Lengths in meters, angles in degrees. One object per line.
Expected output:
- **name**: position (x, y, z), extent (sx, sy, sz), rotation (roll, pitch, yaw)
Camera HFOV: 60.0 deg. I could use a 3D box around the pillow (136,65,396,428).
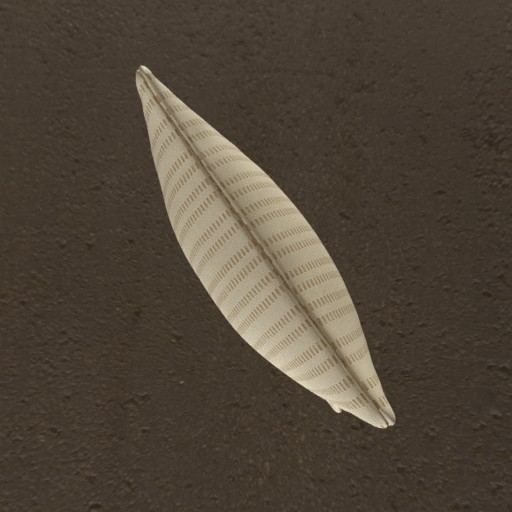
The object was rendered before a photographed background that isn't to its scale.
- **pillow**: position (0.000, 0.000, 0.785), extent (0.210, 0.353, 0.640), rotation (-33, 77, -8)
